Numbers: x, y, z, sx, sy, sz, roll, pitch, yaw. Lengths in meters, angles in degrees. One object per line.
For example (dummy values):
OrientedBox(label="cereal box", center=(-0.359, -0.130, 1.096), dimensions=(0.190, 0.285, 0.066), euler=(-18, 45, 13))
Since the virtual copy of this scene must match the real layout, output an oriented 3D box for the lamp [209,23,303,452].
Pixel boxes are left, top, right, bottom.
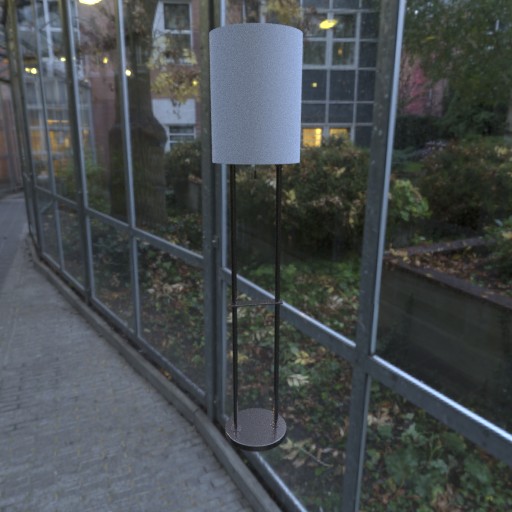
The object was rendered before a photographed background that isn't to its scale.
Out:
OrientedBox(label="lamp", center=(0.000, 0.000, 1.644), dimensions=(0.306, 1.500, 0.305), euler=(-3, 15, -10))
